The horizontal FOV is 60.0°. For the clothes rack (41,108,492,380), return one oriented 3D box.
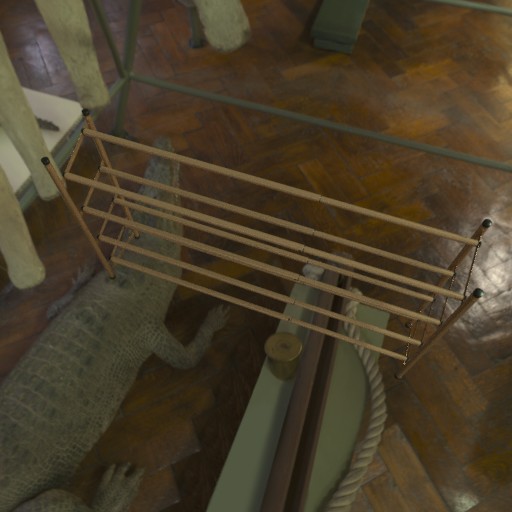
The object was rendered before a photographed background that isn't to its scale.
[{"bbox_3d":[0.000,0.000,1.433,1.168,0.672,0.229,18,61,10],"label":"clothes rack"}]
